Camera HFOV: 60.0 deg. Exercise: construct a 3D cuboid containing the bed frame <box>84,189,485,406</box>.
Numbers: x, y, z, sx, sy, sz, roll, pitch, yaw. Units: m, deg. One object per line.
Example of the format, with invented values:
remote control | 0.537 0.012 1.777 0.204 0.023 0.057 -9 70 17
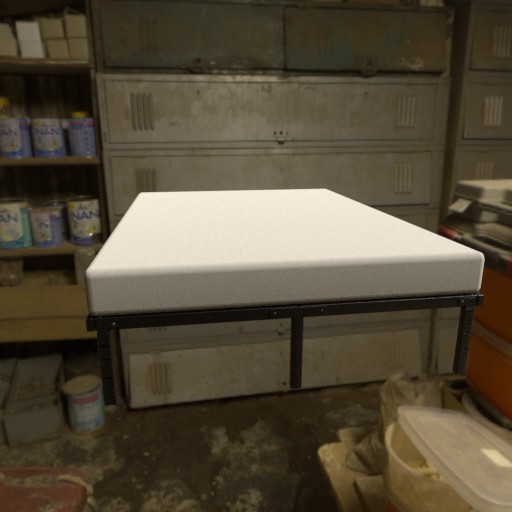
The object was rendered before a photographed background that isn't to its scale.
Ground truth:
bed frame | 0.000 0.000 3.424 1.990 0.680 2.635 -2 16 -9
